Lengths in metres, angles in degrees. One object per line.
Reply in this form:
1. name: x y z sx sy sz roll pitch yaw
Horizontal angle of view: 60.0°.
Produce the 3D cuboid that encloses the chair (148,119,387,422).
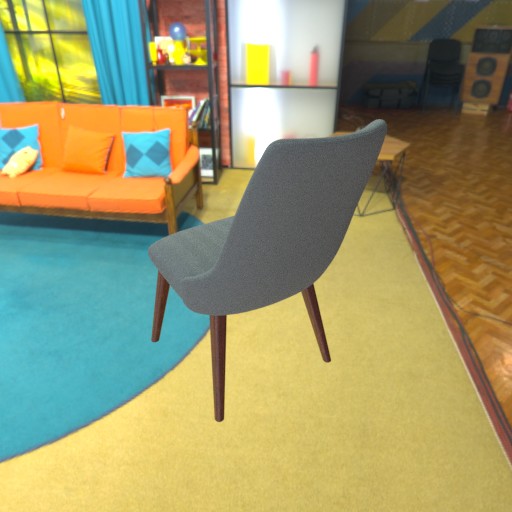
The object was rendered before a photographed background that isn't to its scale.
1. chair: 0.000 0.000 1.387 0.535 0.918 0.707 -19 35 -29
